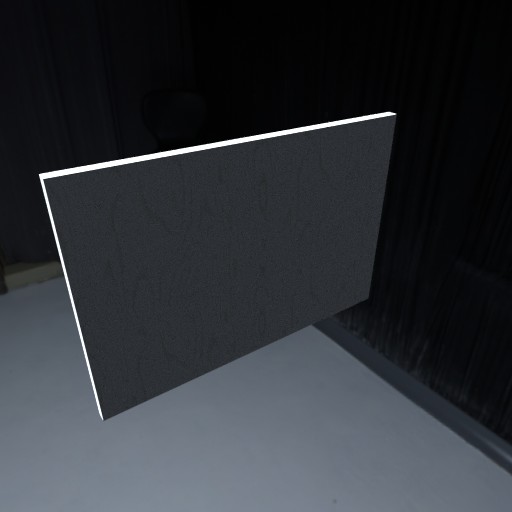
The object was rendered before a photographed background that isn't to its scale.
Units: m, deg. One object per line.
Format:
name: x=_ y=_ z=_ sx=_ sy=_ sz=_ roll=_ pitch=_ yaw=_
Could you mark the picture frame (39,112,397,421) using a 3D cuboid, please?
picture frame: x=0.000 y=0.000 z=1.201 sx=0.950 sy=0.640 sz=0.029 roll=-19 pitch=35 yaw=-29
